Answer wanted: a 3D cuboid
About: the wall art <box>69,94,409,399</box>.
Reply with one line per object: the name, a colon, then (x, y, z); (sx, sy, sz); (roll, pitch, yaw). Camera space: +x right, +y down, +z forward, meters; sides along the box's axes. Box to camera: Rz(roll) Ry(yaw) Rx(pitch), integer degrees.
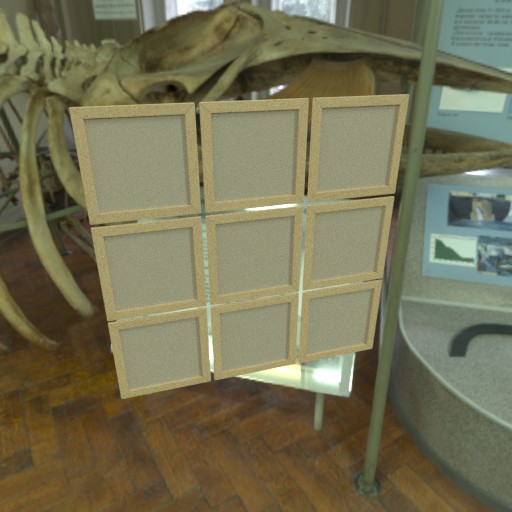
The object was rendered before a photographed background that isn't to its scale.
wall art: (0.000, 0.000, 2.257); (1.519, 1.507, 0.014); (-8, 27, -15)
